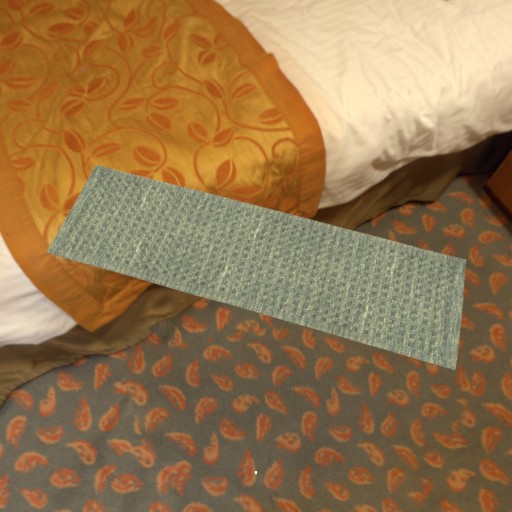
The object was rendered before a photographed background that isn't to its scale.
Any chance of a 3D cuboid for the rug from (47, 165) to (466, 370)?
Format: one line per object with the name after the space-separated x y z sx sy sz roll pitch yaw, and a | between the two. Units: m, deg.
0.000 0.000 2.670 2.443 0.008 0.688 15 65 7 | rug
